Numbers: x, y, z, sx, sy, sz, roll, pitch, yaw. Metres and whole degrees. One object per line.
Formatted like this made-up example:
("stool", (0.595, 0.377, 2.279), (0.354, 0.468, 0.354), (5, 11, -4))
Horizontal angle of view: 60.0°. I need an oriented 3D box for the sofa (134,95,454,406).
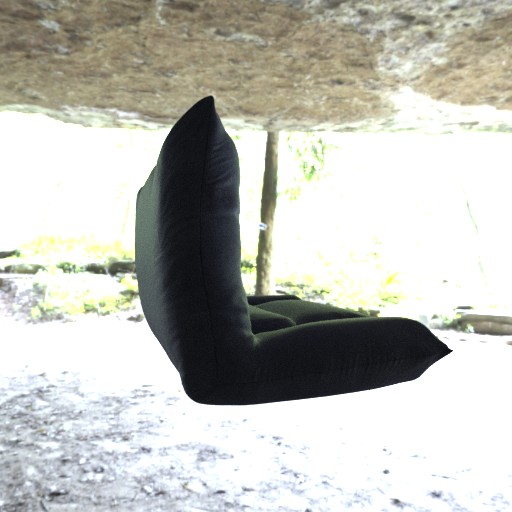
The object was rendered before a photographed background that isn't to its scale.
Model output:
("sofa", (0.000, 0.000, 1.693), (0.849, 0.778, 1.122), (0, 0, -19))
